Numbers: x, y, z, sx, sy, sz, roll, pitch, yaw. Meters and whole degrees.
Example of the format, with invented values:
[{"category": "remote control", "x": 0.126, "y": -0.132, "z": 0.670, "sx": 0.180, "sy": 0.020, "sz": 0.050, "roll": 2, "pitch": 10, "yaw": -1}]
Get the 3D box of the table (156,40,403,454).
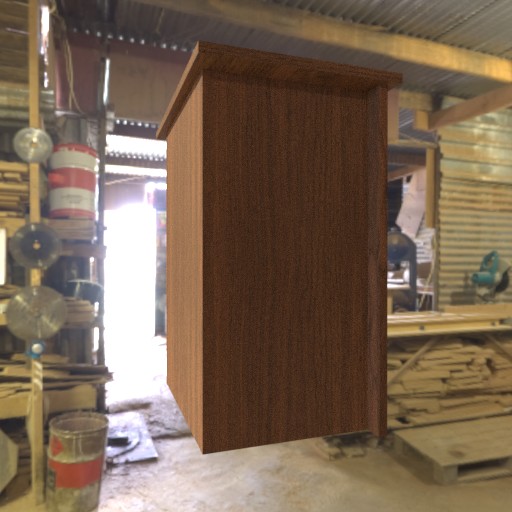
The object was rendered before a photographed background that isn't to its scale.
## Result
[{"category": "table", "x": 0.000, "y": 0.000, "z": 1.074, "sx": 0.406, "sy": 0.711, "sz": 0.589, "roll": 0, "pitch": 0, "yaw": -19}]
